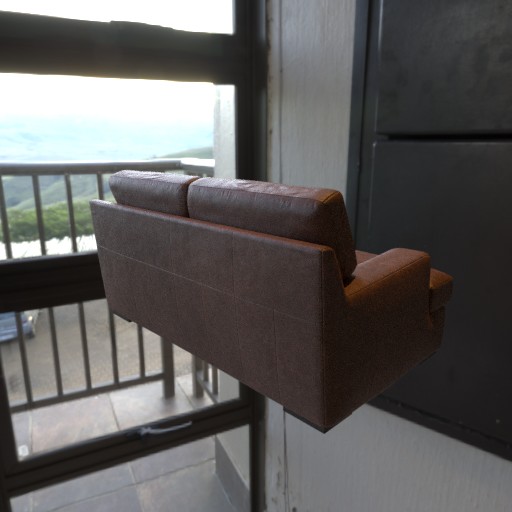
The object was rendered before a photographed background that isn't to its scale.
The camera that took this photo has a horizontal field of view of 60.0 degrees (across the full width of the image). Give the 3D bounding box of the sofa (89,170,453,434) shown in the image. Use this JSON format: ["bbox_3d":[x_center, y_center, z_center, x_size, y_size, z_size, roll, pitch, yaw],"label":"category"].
[{"bbox_3d":[0.000,0.000,2.540,1.143,0.939,1.880,-14,20,-42],"label":"sofa"}]
